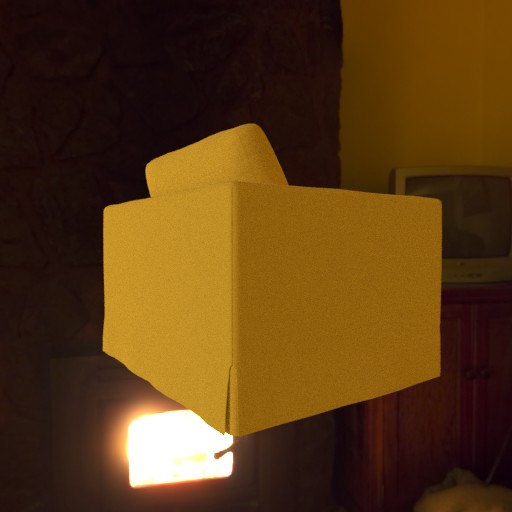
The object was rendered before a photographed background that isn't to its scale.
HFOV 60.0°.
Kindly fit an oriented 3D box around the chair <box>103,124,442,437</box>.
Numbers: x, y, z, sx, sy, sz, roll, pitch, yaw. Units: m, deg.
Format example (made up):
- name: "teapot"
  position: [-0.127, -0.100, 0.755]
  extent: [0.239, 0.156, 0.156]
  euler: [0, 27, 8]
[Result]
- name: "chair"
  position: [0.000, 0.000, 1.837]
  extent: [0.957, 0.878, 1.150]
  euler: [-1, 3, -35]
